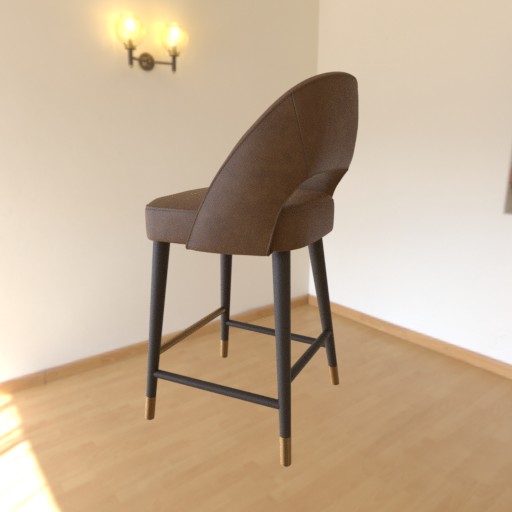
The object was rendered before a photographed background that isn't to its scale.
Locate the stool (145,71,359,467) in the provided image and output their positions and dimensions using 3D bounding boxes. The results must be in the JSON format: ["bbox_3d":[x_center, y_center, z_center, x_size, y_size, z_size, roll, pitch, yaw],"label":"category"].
[{"bbox_3d":[0.000,0.000,1.262,0.509,0.940,0.494,7,16,26],"label":"stool"}]
